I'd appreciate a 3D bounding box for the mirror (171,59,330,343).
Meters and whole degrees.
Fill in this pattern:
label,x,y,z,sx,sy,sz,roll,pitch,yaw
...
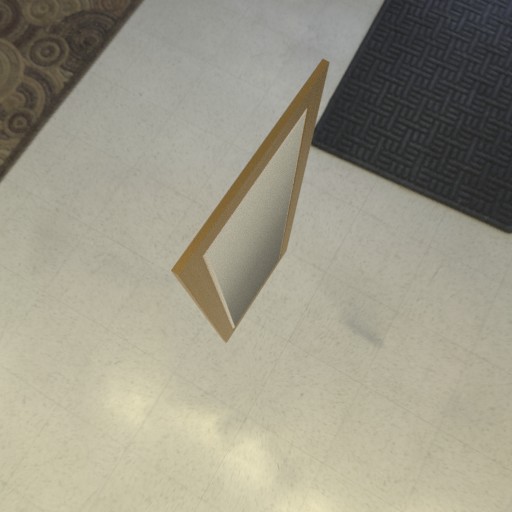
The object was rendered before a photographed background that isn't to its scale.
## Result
label,x,y,z,sx,sy,sz,roll,pitch,yaw
mirror,0.000,0.000,2.265,0.025,2.031,0.812,32,76,9
